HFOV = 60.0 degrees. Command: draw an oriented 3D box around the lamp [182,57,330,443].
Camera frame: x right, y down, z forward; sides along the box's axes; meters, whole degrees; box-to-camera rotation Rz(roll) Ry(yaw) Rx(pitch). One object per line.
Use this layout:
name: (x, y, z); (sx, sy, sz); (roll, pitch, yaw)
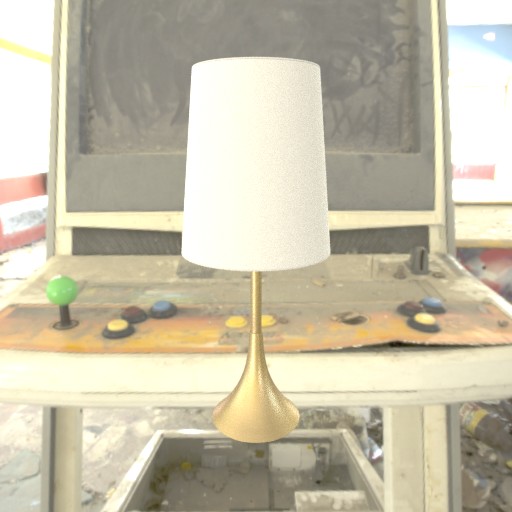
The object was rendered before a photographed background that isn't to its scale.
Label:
lamp: (0.000, 0.000, 0.698); (0.231, 0.569, 0.231); (0, 15, 0)
